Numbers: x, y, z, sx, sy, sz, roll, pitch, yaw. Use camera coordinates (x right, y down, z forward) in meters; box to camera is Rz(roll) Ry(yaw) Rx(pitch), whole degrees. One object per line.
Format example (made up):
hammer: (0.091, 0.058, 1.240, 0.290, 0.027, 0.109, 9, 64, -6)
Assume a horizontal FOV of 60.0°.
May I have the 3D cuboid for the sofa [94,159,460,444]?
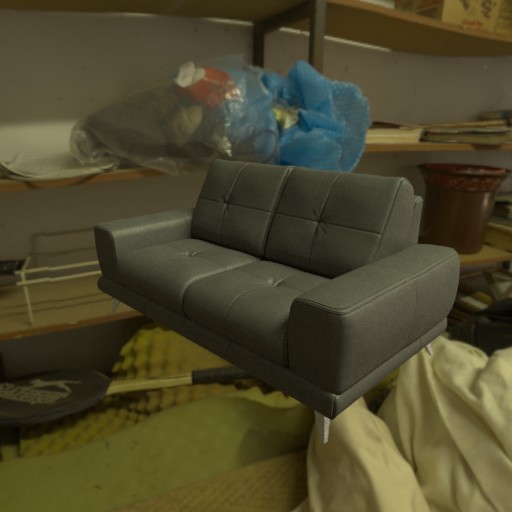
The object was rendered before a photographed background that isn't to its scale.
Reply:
sofa: (0.000, 0.000, 2.380, 1.806, 0.907, 1.018, 17, 24, 42)
